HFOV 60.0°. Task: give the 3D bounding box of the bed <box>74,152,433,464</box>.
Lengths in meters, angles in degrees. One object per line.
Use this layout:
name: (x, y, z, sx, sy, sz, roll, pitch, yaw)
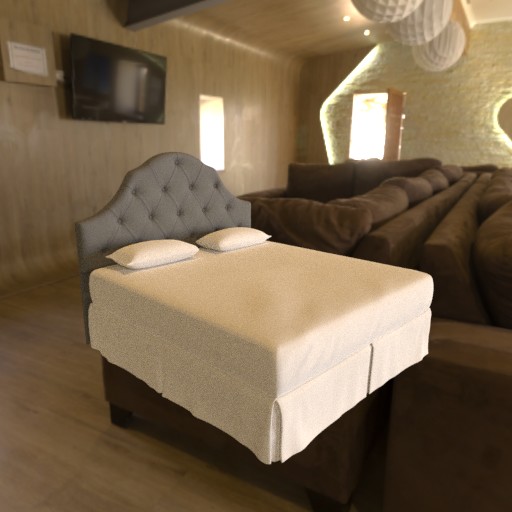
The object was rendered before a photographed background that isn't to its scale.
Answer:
bed: (0.000, 0.000, 3.573, 2.214, 1.615, 2.008, 13, 19, 43)
